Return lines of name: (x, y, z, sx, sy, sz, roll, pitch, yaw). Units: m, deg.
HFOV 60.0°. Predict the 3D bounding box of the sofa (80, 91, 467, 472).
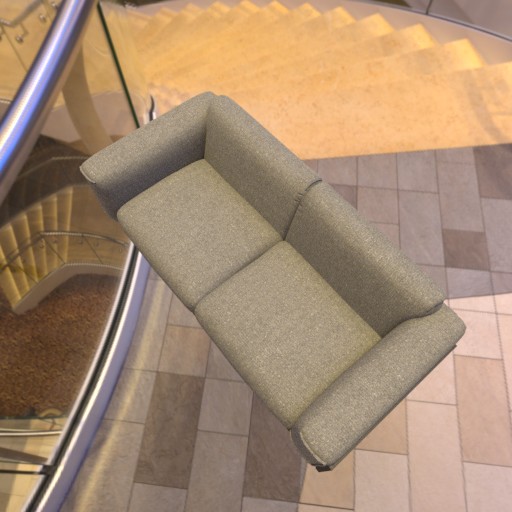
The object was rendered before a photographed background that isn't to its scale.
sofa: (0.000, 0.000, 2.537, 0.985, 0.703, 2.125, -37, 69, -17)
